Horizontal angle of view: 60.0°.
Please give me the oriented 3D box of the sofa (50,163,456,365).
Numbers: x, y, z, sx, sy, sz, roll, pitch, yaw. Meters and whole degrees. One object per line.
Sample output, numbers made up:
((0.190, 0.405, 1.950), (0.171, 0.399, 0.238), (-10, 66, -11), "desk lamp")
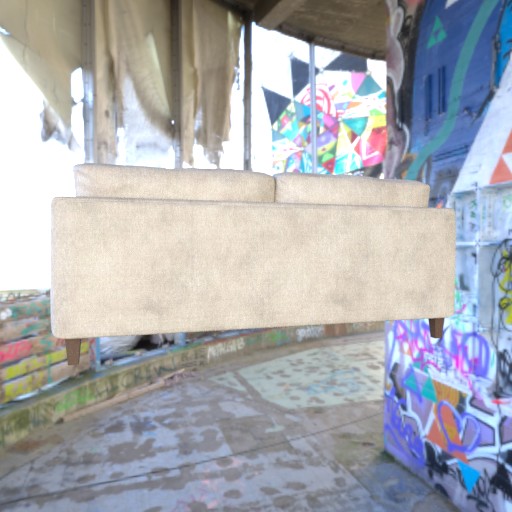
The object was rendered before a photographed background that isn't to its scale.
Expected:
((0.000, 0.000, 2.723), (2.208, 0.965, 0.951), (0, 1, -17), "sofa")
